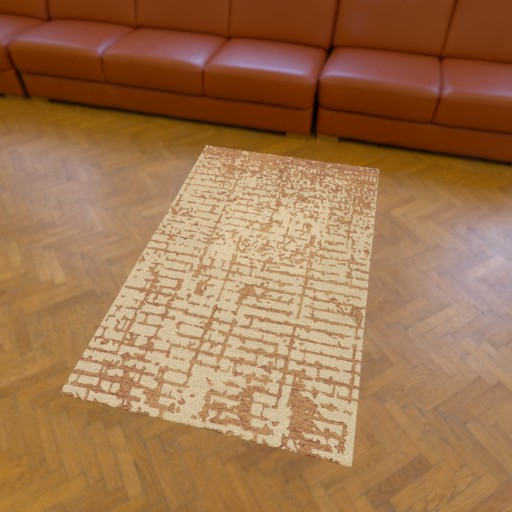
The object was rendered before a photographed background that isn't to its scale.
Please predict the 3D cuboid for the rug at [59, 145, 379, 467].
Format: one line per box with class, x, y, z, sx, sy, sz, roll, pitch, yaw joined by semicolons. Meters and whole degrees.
rug;0.000;0.000;3.003;1.517;0.011;2.435;10;47;10
